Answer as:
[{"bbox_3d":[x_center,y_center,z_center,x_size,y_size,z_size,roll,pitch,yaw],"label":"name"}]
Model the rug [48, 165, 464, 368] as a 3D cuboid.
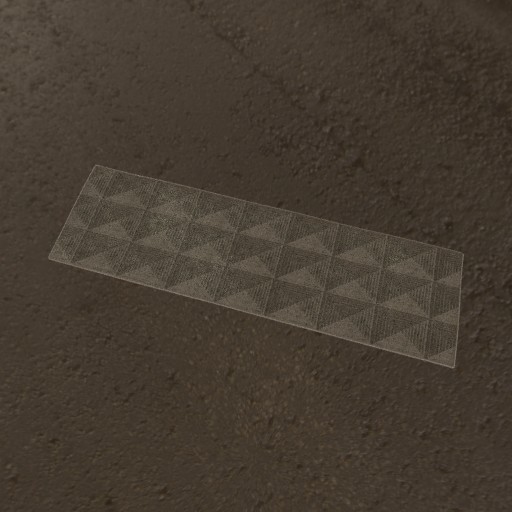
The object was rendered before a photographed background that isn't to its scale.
[{"bbox_3d":[0.000,0.000,2.407,2.182,0.015,0.645,14,66,7],"label":"rug"}]
